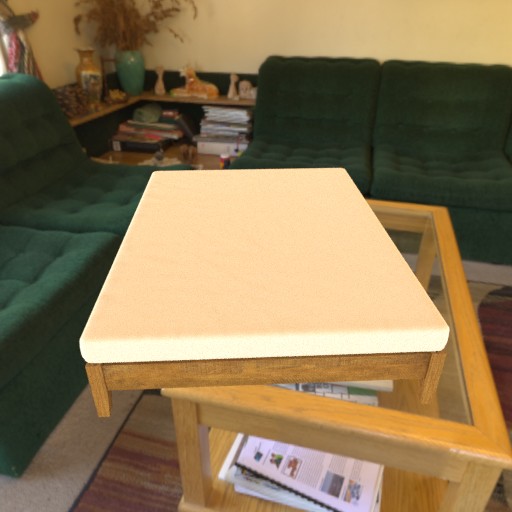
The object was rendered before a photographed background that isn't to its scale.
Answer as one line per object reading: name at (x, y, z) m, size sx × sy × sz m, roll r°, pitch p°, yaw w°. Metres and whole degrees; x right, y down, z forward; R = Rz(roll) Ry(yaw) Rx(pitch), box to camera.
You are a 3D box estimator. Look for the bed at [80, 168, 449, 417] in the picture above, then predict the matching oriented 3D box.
bed at (0.000, 0.000, 2.757) m, size 1.536 × 0.431 × 2.016 m, roll -1°, pitch 31°, yaw -2°
